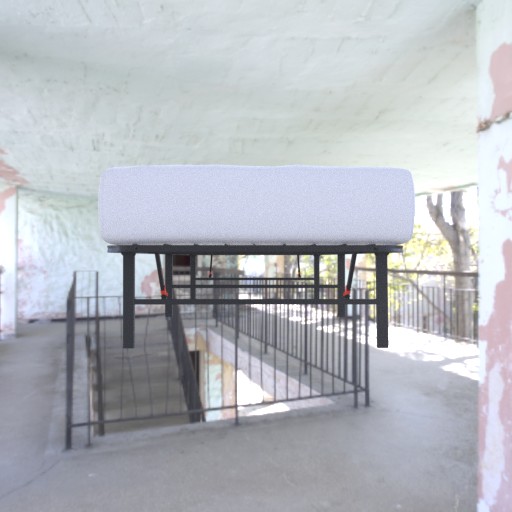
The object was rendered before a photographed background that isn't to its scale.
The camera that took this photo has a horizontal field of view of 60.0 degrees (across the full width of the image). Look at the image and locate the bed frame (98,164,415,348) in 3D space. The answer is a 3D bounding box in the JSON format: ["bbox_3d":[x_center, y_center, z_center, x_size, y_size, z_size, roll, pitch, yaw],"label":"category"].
[{"bbox_3d":[0.000,0.000,2.342,1.025,0.640,1.908,0,0,0],"label":"bed frame"}]
